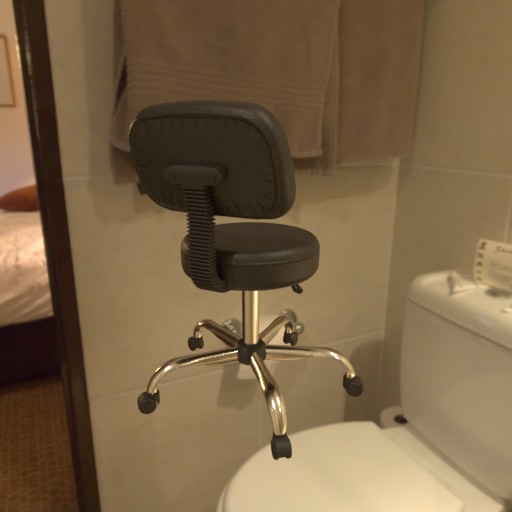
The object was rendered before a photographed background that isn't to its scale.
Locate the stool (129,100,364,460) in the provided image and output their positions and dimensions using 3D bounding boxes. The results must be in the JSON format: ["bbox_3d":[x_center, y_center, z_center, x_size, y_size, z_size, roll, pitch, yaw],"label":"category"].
[{"bbox_3d":[0.000,0.000,1.339,0.673,0.862,0.648,8,18,26],"label":"stool"}]
